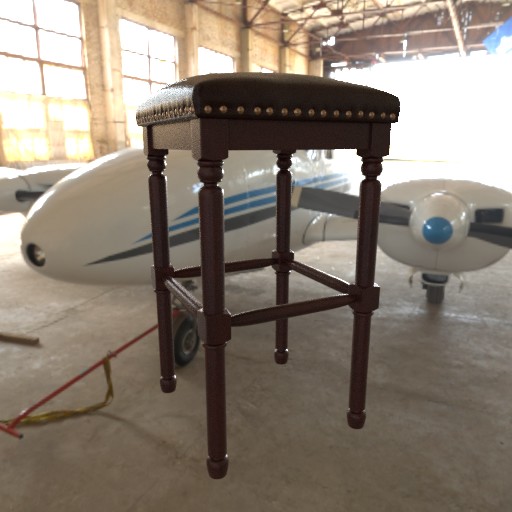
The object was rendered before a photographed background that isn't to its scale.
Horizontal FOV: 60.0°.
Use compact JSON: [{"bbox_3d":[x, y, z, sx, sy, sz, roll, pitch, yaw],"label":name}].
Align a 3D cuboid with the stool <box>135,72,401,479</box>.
[{"bbox_3d":[0.000,0.000,0.921,0.382,0.702,0.383,-7,16,-26],"label":"stool"}]
